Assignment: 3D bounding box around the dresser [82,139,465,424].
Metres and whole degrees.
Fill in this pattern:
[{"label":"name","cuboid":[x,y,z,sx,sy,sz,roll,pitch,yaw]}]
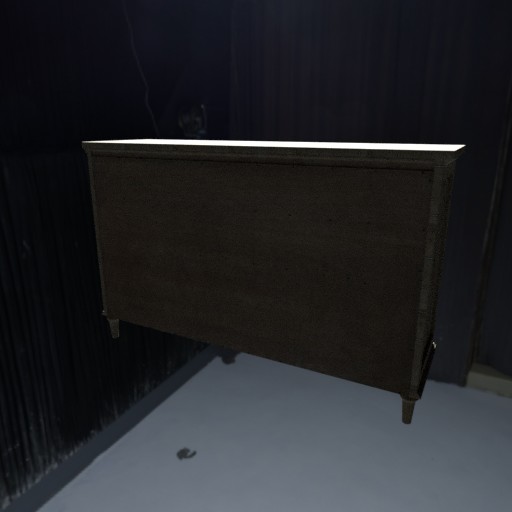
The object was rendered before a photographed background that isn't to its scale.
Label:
[{"label":"dresser","cuboid":[0.000,0.000,2.062,1.626,1.016,0.457,9,18,27]}]
